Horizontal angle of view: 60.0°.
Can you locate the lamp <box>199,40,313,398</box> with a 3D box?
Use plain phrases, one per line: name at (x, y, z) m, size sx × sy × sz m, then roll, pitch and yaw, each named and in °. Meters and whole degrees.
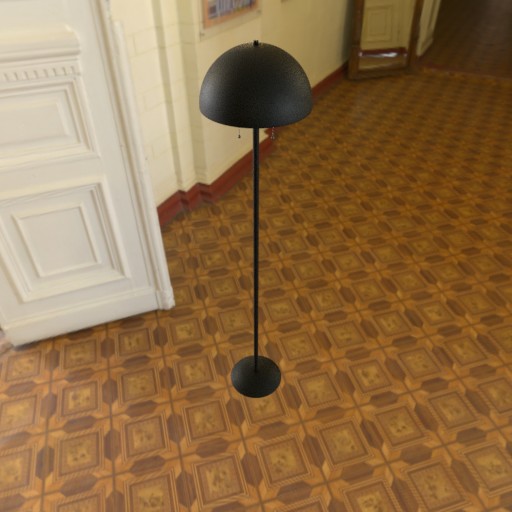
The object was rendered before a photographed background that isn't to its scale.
lamp at (0.000, 0.000, 1.646) m, size 0.328 × 1.480 × 0.328 m, roll -11°, pitch 41°, yaw -13°
